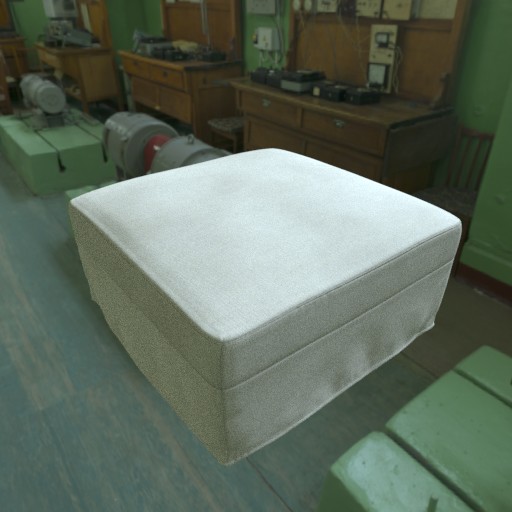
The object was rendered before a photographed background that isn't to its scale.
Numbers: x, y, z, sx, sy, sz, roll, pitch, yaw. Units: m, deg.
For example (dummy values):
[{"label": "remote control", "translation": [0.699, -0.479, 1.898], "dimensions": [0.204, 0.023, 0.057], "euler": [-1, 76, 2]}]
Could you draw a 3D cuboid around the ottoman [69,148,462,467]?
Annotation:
[{"label": "ottoman", "translation": [0.000, 0.000, 1.354], "dimensions": [0.842, 0.441, 0.843], "euler": [-22, 37, -32]}]
